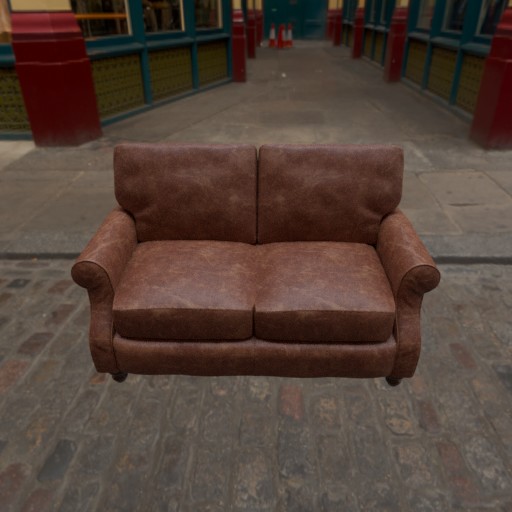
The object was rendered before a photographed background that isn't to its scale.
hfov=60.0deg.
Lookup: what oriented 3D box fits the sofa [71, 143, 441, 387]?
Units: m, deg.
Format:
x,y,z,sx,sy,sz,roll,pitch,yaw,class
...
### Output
x,y,z,sx,sy,sz,roll,pitch,yaw,class
0.000,0.000,2.246,1.616,0.967,0.990,1,30,1,sofa
